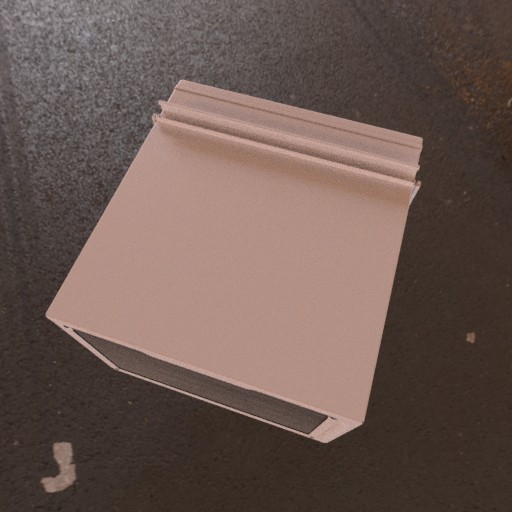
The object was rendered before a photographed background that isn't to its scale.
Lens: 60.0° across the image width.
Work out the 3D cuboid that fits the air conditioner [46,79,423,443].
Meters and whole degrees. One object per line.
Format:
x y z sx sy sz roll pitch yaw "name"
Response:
0.000 0.000 0.885 0.503 0.388 0.546 17 64 8 "air conditioner"
